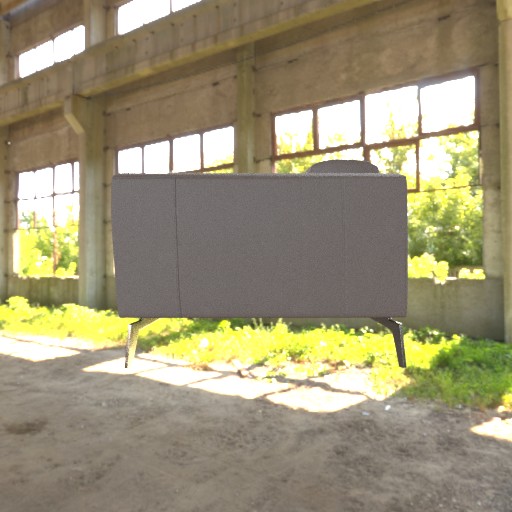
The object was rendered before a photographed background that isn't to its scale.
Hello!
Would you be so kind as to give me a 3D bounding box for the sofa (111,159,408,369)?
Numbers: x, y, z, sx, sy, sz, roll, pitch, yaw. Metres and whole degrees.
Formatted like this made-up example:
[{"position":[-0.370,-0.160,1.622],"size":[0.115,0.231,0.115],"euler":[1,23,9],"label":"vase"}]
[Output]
[{"position":[0.000,0.000,2.376],"size":[1.003,0.779,1.895],"euler":[0,-1,-1],"label":"sofa"}]
